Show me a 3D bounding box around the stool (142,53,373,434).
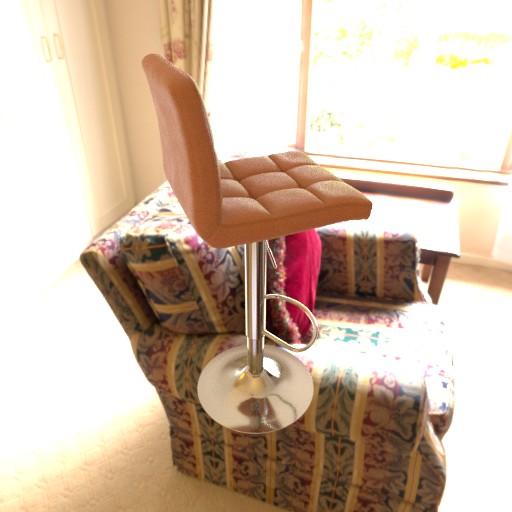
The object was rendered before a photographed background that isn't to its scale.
[{"bbox_3d":[0.000,0.000,1.350,0.505,1.115,0.430,-11,33,-17],"label":"stool"}]
